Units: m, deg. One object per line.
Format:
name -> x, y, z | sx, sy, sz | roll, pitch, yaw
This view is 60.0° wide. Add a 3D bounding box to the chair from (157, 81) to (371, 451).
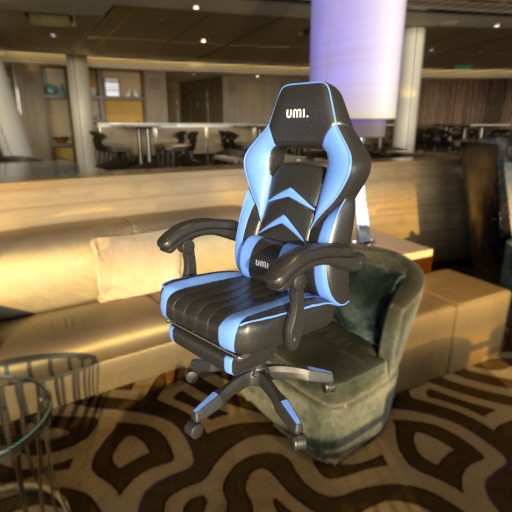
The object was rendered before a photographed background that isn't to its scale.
chair -> 0.000, 0.000, 1.703 | 0.700, 1.280, 0.700 | -15, 22, -42
